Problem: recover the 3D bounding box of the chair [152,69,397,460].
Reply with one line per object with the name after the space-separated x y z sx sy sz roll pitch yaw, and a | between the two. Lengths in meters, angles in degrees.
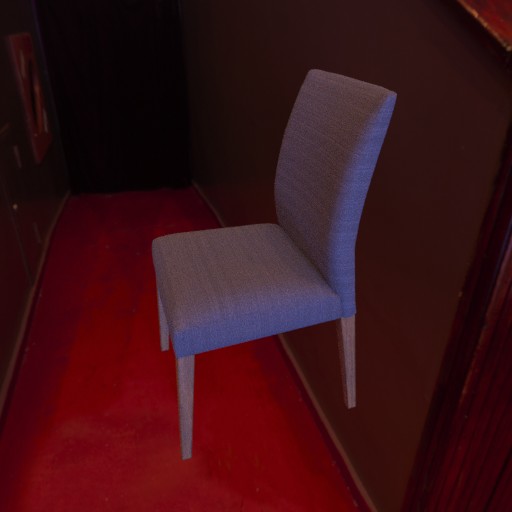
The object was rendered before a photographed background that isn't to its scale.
0.000 0.000 1.281 0.585 0.940 0.496 -9 31 -15 | chair
